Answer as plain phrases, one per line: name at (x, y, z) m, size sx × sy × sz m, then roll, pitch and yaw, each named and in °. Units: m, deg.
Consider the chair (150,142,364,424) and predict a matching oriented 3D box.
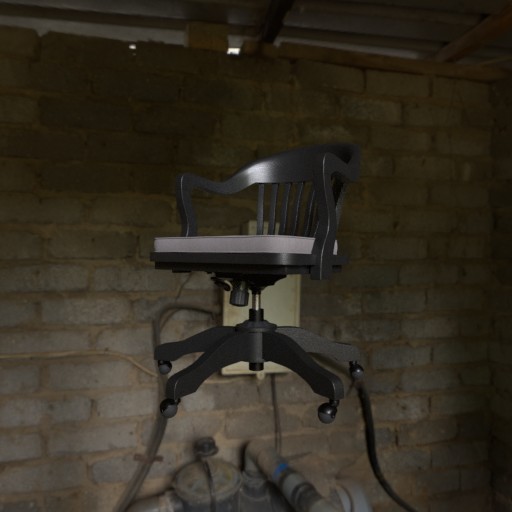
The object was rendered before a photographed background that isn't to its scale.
chair at (0.000, 0.000, 1.490) m, size 0.750 × 0.878 × 0.788 m, roll 1°, pitch 1°, yaw 37°
